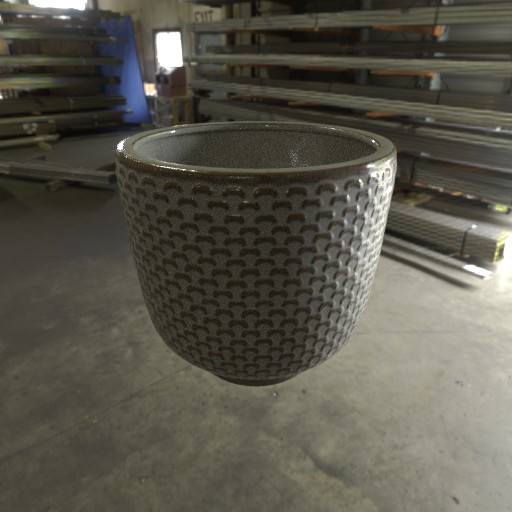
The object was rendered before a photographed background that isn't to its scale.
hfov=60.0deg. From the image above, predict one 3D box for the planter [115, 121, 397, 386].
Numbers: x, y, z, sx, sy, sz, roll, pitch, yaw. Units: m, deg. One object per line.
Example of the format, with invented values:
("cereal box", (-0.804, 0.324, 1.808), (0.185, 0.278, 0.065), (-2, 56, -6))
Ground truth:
("planter", (0.000, 0.000, 0.251), (0.139, 0.130, 0.139), (0, 25, 0))
